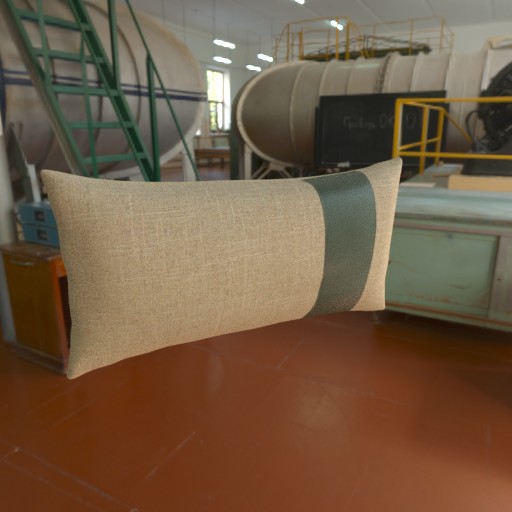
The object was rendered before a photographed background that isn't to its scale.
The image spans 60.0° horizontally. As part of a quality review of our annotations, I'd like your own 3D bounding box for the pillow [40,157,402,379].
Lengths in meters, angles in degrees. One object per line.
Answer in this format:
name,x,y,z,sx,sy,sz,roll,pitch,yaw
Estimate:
pillow,0.000,0.000,1.030,0.859,0.429,0.197,-8,18,-26
